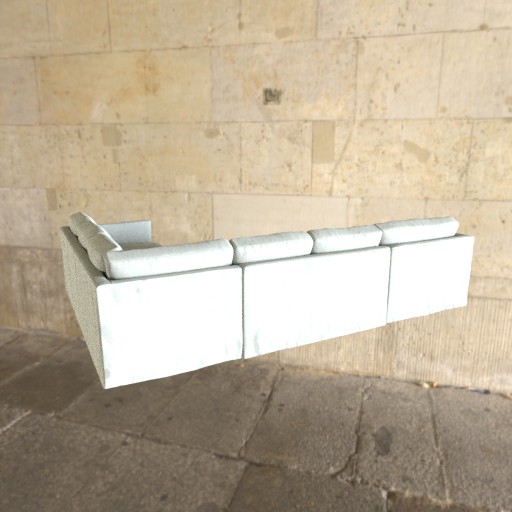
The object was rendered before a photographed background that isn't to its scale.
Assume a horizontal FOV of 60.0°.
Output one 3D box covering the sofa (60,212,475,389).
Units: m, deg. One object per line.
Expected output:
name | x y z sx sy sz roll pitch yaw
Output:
sofa | 0.000 0.000 4.490 3.434 0.869 2.440 -7 15 -27
